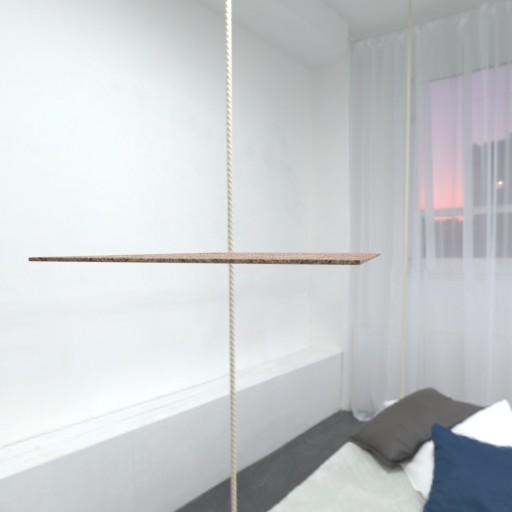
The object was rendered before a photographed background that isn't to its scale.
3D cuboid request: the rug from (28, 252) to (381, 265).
[{"bbox_3d":[0.000,0.000,2.938,1.523,0.019,2.285,0,1,17],"label":"rug"}]
